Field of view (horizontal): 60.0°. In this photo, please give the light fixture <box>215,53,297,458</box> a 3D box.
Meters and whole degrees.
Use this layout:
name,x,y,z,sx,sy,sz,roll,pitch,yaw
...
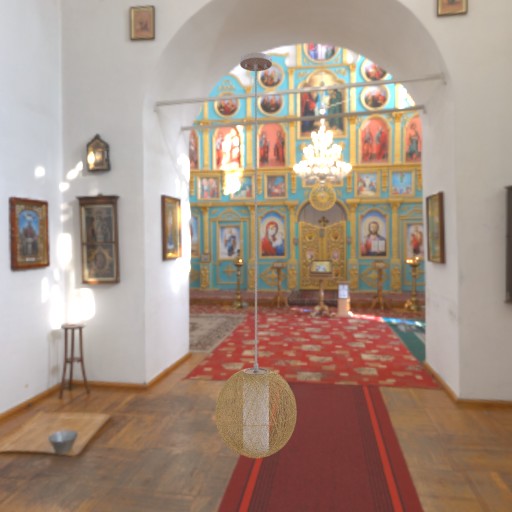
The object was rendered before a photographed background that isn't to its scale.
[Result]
name,x,y,z,sx,sy,sz,roll,pitch,yaw
light fixture,0.000,0.000,2.213,0.407,1.955,0.406,0,0,-36
